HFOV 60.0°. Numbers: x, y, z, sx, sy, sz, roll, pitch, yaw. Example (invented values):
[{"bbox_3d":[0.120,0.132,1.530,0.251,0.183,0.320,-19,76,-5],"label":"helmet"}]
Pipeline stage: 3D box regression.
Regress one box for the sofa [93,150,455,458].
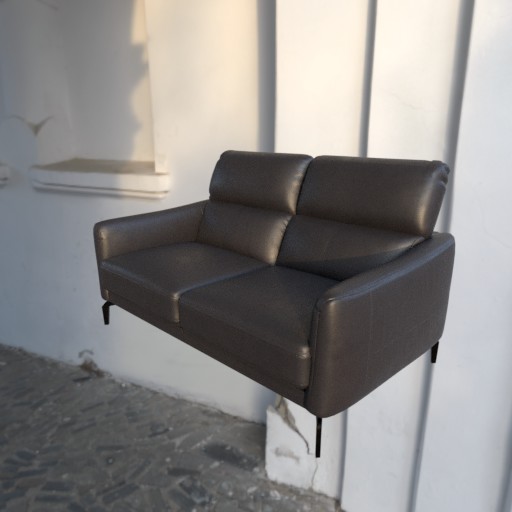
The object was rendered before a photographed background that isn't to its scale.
[{"bbox_3d":[0.000,0.000,2.126,1.596,0.920,0.958,15,22,43],"label":"sofa"}]
